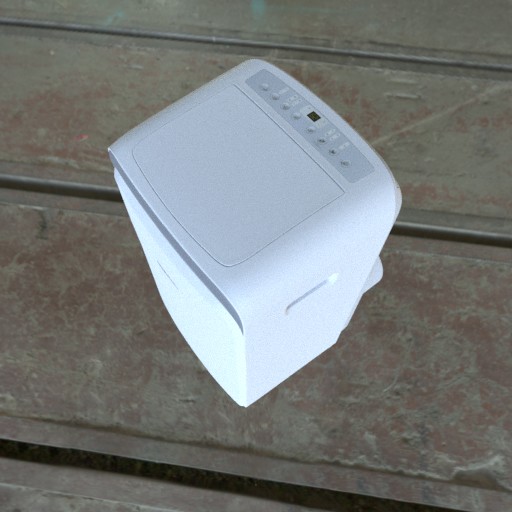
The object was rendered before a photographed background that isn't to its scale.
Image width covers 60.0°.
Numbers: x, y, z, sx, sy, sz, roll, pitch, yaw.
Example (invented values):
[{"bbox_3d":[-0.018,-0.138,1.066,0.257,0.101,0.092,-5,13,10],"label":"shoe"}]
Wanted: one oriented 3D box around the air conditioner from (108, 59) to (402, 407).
[{"bbox_3d":[0.000,0.000,1.077,0.467,0.765,0.478,-34,68,-16],"label":"air conditioner"}]
